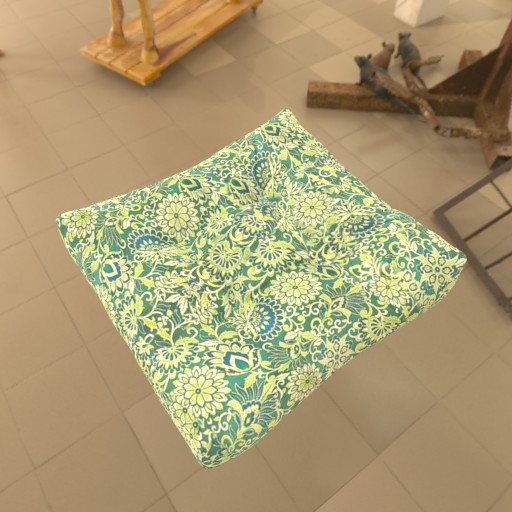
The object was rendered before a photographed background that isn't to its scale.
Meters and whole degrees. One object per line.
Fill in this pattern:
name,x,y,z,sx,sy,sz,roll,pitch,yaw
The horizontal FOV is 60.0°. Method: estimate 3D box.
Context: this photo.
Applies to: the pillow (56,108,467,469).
pillow,0.000,0.000,0.728,0.490,0.128,0.468,-31,61,-20
